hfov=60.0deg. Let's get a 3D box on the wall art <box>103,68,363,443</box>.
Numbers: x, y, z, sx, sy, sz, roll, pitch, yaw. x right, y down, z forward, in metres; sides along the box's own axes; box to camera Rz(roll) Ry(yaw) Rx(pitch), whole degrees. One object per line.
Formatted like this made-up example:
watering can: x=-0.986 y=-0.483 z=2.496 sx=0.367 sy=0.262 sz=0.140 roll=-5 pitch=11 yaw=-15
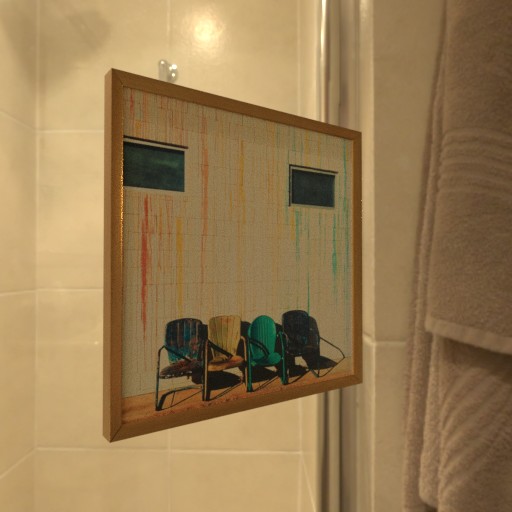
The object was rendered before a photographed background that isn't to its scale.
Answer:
wall art: x=0.000 y=0.000 z=0.453 sx=0.302 sy=0.302 sz=0.019 roll=1 pitch=-1 yaw=-36
